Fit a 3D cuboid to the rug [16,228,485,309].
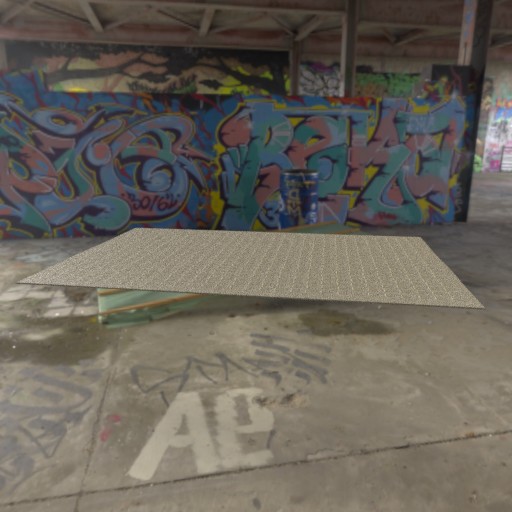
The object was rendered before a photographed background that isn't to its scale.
[{"bbox_3d":[0.000,0.000,2.161,1.747,0.006,1.143,2,15,9],"label":"rug"}]
